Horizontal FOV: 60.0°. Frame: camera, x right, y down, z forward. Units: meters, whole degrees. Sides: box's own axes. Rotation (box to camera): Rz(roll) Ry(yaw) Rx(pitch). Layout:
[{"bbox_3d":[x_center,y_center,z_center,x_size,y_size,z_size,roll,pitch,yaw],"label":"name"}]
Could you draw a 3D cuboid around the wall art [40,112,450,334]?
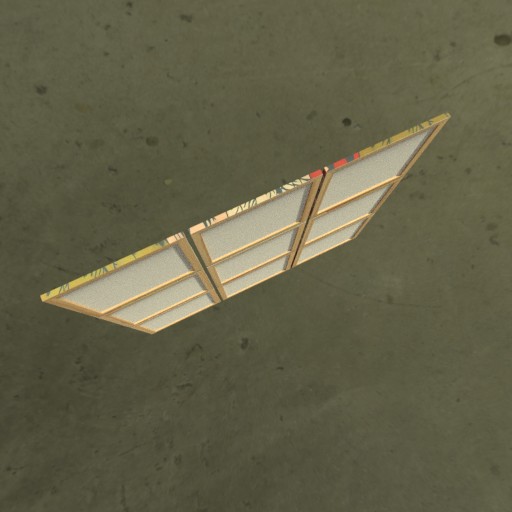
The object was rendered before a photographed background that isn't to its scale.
[{"bbox_3d":[0.000,0.000,1.331,0.904,0.913,0.013,-25,77,-6],"label":"wall art"}]
